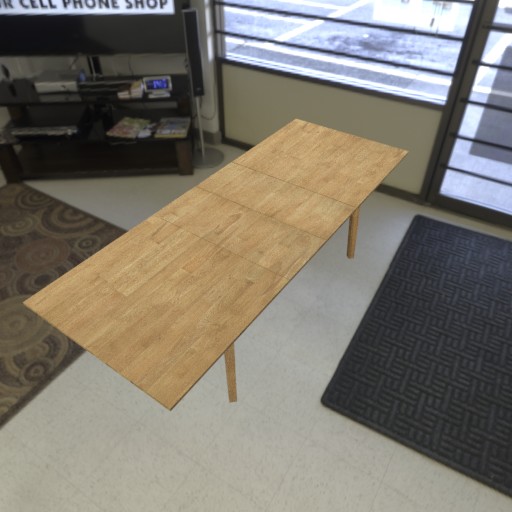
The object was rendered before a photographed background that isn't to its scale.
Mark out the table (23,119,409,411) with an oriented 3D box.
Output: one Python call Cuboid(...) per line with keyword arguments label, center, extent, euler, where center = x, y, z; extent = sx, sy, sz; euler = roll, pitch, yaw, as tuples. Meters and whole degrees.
Cuboid(label="table", center=(0.000, 0.000, 3.033), extent=(1.000, 0.752, 2.603), euler=(25, 47, 26))
